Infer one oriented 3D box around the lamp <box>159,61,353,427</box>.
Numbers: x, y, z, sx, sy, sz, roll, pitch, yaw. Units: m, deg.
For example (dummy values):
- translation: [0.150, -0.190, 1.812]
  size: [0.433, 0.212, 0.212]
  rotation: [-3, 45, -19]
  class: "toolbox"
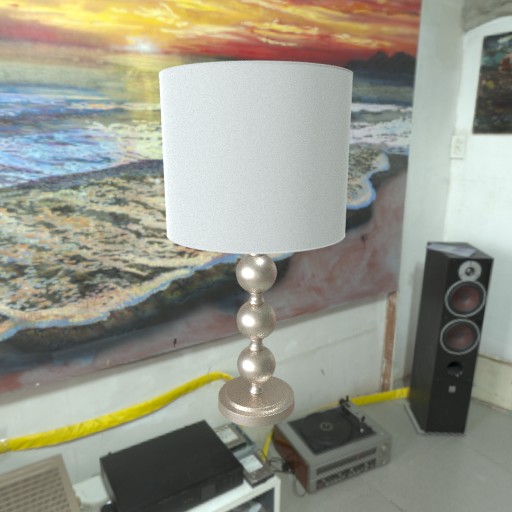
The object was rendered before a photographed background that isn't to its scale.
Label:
- translation: [0.000, 0.000, 0.710]
  size: [0.277, 0.538, 0.277]
  rotation: [7, 17, 26]
  class: "lamp"
